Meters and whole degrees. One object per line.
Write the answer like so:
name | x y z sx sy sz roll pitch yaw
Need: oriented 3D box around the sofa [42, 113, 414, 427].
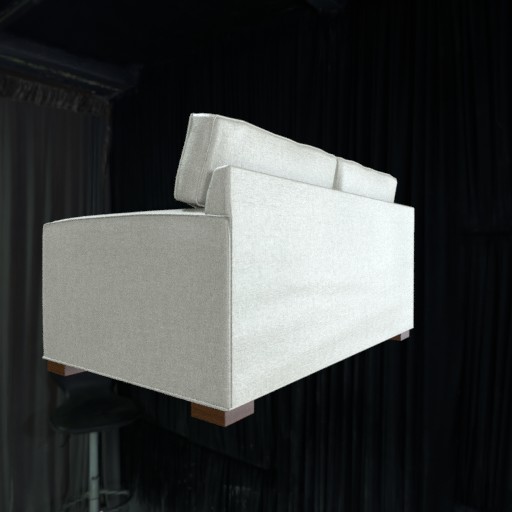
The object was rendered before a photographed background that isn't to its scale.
sofa | 0.000 0.000 1.985 0.940 0.853 1.484 1 1 37
